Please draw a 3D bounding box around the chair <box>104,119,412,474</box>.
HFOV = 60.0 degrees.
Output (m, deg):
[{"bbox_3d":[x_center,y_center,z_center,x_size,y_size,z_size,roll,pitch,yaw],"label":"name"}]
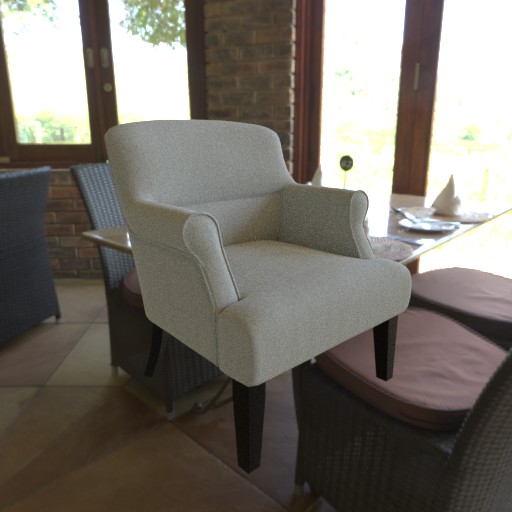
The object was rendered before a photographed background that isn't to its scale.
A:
[{"bbox_3d":[0.000,0.000,1.462,0.781,0.875,0.750,-14,20,-41],"label":"chair"}]
